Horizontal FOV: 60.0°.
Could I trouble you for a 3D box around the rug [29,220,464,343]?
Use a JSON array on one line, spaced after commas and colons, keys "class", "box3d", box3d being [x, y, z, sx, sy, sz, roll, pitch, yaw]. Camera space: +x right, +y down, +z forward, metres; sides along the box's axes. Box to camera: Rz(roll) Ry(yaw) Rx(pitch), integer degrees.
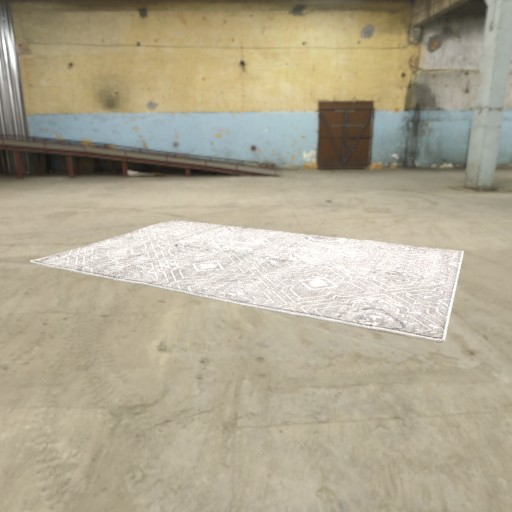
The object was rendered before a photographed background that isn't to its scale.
[{"class": "rug", "box3d": [0.000, 0.000, 2.935, 2.447, 0.036, 1.537, 8, 18, 26]}]
